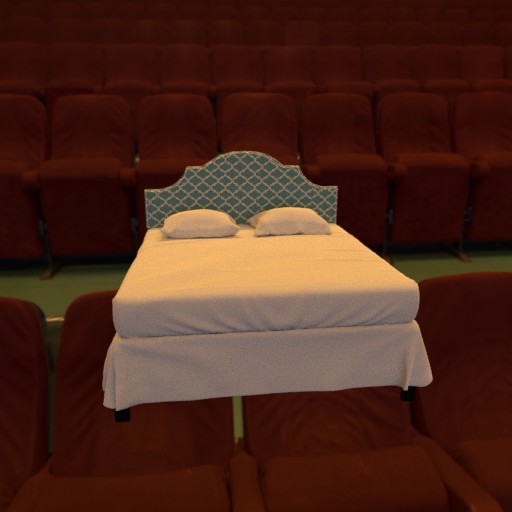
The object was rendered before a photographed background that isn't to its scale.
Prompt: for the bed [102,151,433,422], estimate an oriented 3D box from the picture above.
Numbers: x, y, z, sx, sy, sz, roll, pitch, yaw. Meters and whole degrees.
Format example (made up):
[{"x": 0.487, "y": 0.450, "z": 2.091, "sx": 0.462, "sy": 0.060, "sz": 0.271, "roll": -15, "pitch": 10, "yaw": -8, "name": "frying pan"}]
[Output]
[{"x": 0.000, "y": 0.000, "z": 3.717, "sx": 2.314, "sy": 1.601, "sz": 2.222, "roll": -2, "pitch": 17, "yaw": -6, "name": "bed"}]
